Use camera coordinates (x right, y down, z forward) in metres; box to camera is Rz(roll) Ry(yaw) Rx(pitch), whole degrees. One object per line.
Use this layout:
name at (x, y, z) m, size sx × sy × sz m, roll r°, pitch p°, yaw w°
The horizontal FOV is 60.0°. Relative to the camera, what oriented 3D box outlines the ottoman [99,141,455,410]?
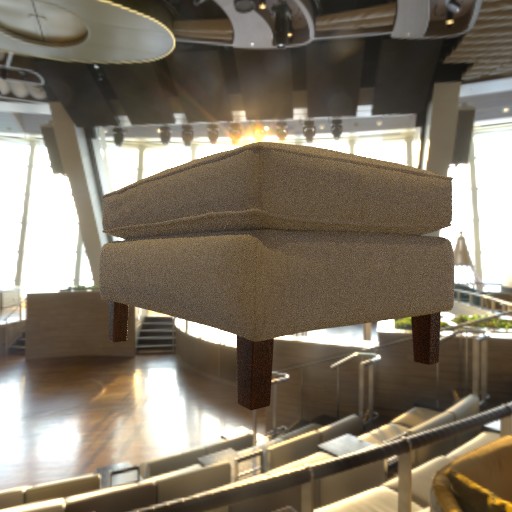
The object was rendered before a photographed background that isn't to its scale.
ottoman at (0.000, 0.000, 0.945) m, size 0.501 × 0.406 × 0.665 m, roll 0°, pitch 0°, yaw -36°
